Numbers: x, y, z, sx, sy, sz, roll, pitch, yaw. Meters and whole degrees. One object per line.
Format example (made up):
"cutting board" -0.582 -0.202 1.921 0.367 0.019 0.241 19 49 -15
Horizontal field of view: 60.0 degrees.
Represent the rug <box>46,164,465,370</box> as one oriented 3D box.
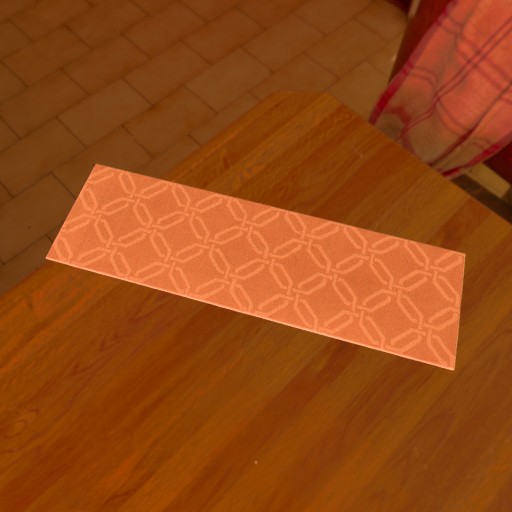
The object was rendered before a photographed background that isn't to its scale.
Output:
"rug" 0.000 0.000 2.507 2.276 0.014 0.678 14 66 7
